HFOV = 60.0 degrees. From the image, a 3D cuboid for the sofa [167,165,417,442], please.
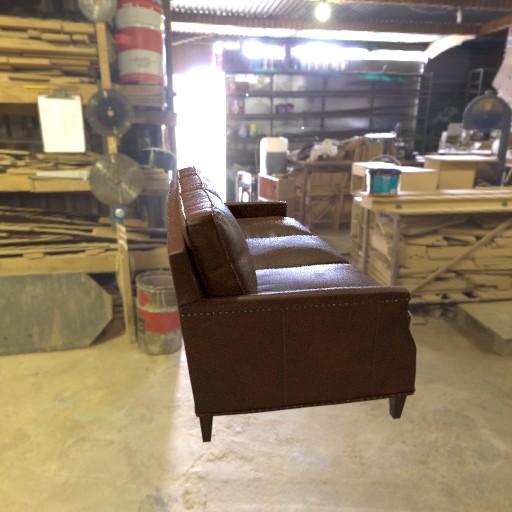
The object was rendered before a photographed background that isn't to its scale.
[{"bbox_3d":[0.000,0.000,2.852,1.084,1.003,2.240,-3,17,-10],"label":"sofa"}]
